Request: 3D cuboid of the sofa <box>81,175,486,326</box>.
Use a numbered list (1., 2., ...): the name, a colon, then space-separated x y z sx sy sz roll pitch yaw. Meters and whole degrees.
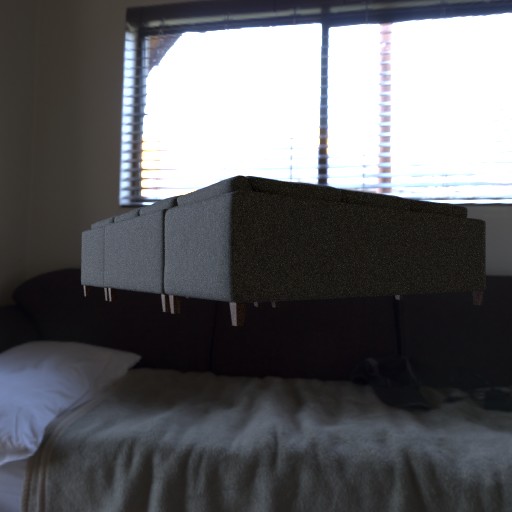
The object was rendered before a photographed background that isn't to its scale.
1. sofa: 0.000 0.000 4.318 2.551 0.853 3.238 1 -2 -35
